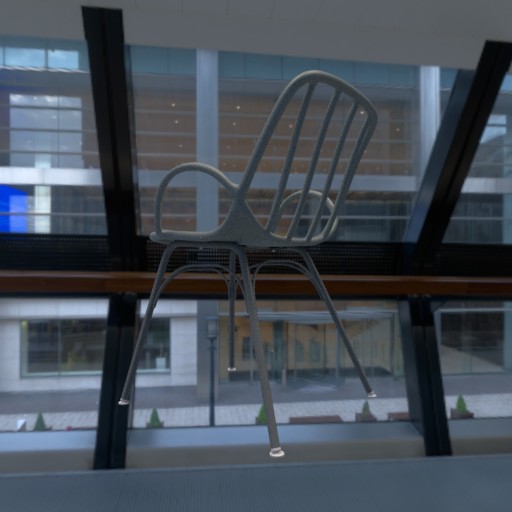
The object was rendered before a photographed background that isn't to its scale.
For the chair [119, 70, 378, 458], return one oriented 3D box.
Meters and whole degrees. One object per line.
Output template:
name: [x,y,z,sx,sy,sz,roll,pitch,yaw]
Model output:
chair: [0.000,0.000,1.241,0.597,0.816,0.549,0,0,37]
